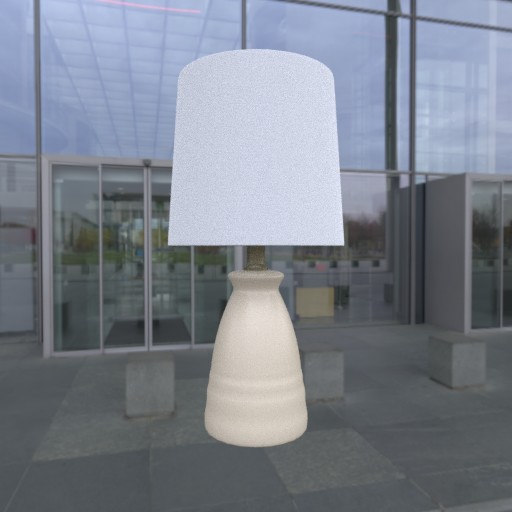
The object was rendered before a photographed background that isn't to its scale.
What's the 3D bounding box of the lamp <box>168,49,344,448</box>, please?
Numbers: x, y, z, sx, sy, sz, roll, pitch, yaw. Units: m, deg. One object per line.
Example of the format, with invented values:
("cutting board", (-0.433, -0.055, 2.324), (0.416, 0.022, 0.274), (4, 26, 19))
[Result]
("lamp", (0.000, 0.000, 0.477), (0.186, 0.369, 0.186), (0, 1, 0))
